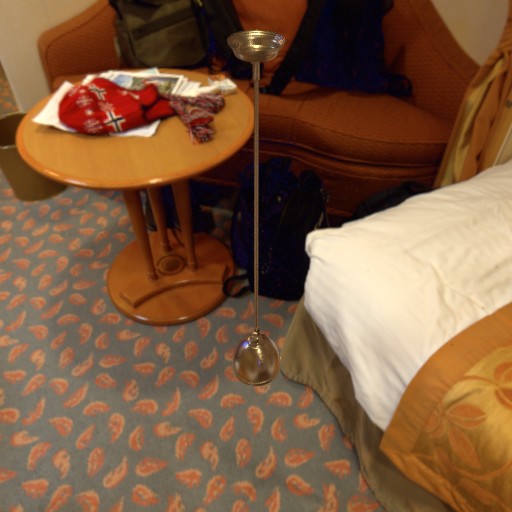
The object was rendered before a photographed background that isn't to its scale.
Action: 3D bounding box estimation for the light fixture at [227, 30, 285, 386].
[{"bbox_3d":[0.000,0.000,1.476,0.211,1.367,0.217,10,46,10],"label":"light fixture"}]
